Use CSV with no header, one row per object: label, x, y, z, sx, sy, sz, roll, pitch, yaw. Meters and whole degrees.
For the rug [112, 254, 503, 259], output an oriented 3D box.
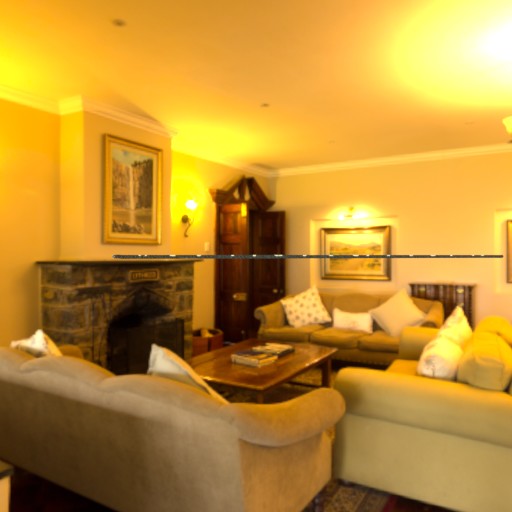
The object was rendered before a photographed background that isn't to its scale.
rug,0.000,0.000,3.960,2.439,0.022,3.047,0,0,-18
